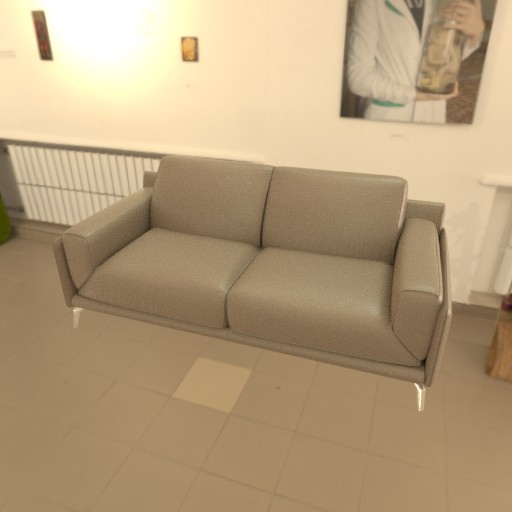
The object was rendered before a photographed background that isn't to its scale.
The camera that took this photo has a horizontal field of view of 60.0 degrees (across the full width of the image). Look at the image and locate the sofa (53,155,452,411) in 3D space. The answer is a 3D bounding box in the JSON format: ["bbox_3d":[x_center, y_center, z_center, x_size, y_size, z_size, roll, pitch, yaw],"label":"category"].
[{"bbox_3d":[0.000,0.000,2.600,2.101,0.930,1.049,9,29,17],"label":"sofa"}]
